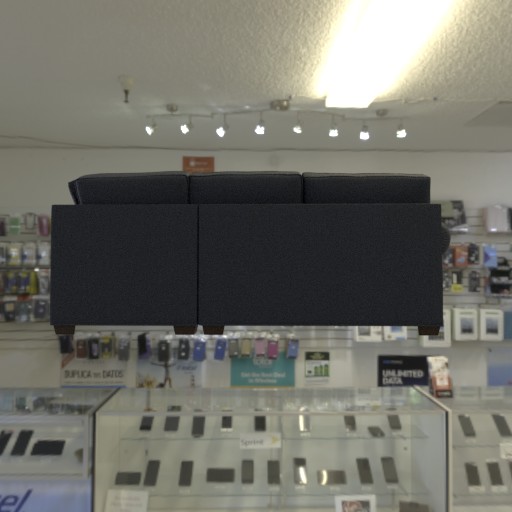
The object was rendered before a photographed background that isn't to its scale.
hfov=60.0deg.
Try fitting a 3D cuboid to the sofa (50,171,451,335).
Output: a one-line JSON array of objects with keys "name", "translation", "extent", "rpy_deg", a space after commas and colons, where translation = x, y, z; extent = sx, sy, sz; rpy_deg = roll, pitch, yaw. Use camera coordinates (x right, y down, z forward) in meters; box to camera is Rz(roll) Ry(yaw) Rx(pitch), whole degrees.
[{"name": "sofa", "translation": [0.000, 0.000, 3.974], "extent": [2.487, 1.042, 2.562], "rpy_deg": [0, -2, 1]}]
